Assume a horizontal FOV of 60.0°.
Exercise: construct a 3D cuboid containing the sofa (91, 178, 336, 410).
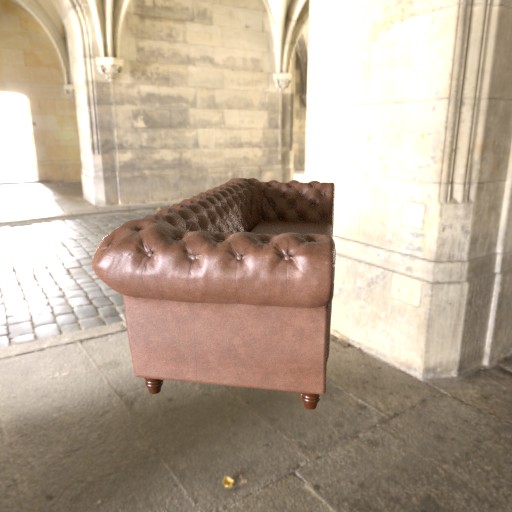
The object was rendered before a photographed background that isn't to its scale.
[{"bbox_3d":[0.000,0.000,2.750,0.944,0.783,2.385,3,15,9],"label":"sofa"}]
